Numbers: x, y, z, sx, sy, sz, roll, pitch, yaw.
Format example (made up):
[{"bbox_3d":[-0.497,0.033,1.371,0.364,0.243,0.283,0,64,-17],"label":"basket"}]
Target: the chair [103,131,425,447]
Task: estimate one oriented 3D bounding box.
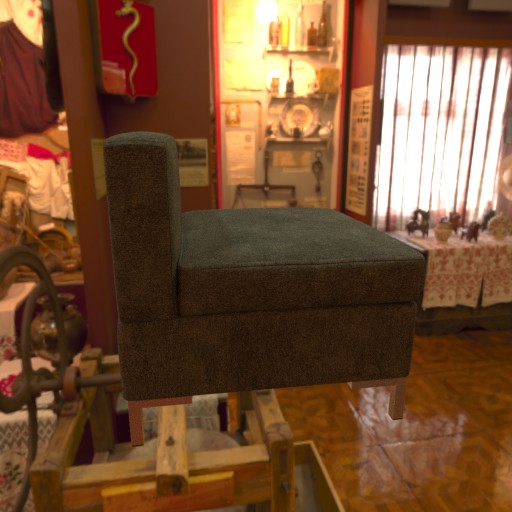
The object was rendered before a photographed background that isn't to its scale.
[{"bbox_3d":[0.000,0.000,1.226,0.680,0.660,0.680,-2,15,-9],"label":"chair"}]
